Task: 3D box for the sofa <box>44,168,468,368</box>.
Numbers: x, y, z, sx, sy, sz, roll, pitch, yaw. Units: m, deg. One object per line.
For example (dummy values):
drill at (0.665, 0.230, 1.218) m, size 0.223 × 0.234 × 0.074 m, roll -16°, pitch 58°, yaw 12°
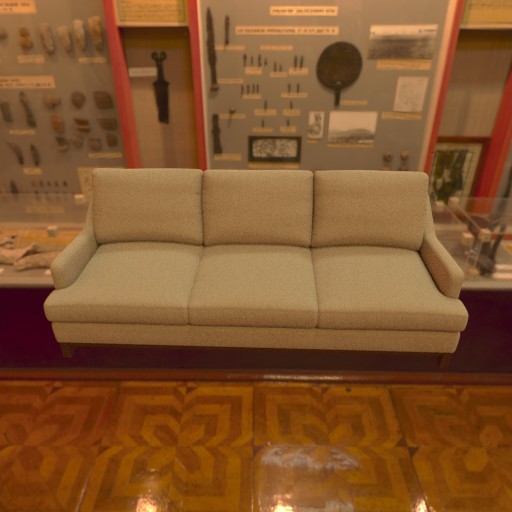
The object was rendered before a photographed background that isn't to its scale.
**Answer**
sofa at (0.000, 0.000, 2.776) m, size 2.321 × 0.913 × 1.000 m, roll 1°, pitch 31°, yaw 2°
